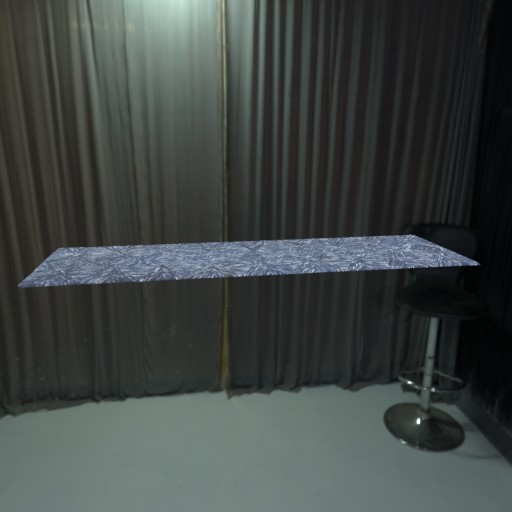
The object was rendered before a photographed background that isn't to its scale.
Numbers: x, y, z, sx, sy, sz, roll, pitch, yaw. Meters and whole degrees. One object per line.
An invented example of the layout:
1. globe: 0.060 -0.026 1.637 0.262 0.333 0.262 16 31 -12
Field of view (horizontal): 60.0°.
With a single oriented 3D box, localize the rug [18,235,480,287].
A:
1. rug: 0.000 0.000 2.509 2.306 0.013 0.719 -2 15 -9
